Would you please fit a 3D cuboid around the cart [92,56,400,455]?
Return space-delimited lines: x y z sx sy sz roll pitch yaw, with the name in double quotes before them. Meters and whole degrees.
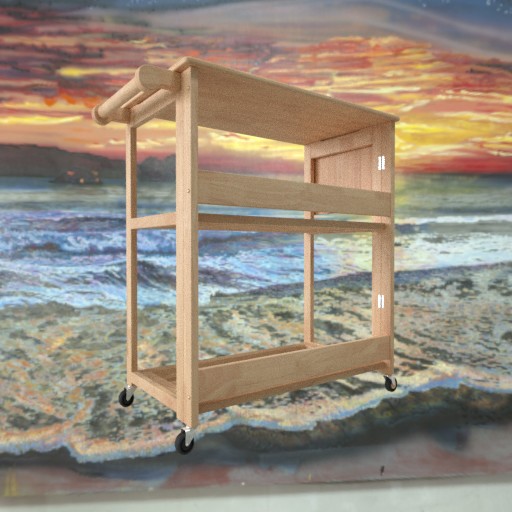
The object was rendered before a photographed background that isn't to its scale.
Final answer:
"cart" 0.000 0.000 1.337 0.853 0.879 0.432 -1 1 -36
